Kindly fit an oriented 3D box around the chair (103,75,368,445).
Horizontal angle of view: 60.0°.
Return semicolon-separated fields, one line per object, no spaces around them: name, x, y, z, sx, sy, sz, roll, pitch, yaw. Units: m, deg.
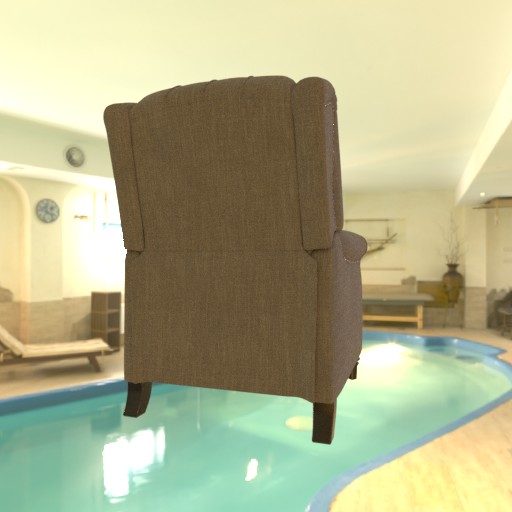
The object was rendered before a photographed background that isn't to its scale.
chair;0.000;0.000;1.630;0.742;1.035;0.898;0;0;19
